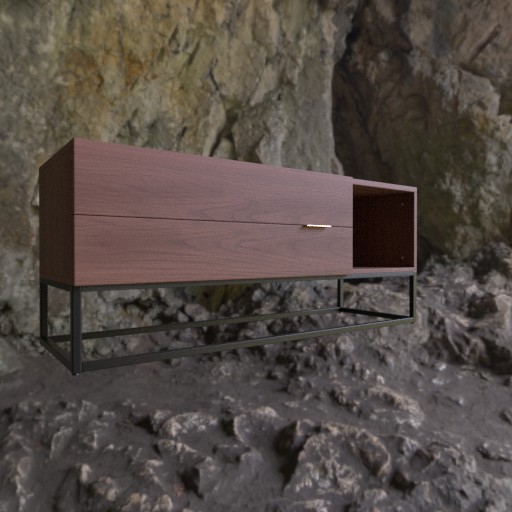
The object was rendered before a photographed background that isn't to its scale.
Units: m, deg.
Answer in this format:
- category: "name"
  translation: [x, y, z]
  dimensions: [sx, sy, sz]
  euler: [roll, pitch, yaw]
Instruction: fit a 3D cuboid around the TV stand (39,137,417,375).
- category: "TV stand"
  translation: [0.000, 0.000, 1.424]
  dimensions: [1.200, 0.500, 0.415]
  euler: [0, 1, -35]
